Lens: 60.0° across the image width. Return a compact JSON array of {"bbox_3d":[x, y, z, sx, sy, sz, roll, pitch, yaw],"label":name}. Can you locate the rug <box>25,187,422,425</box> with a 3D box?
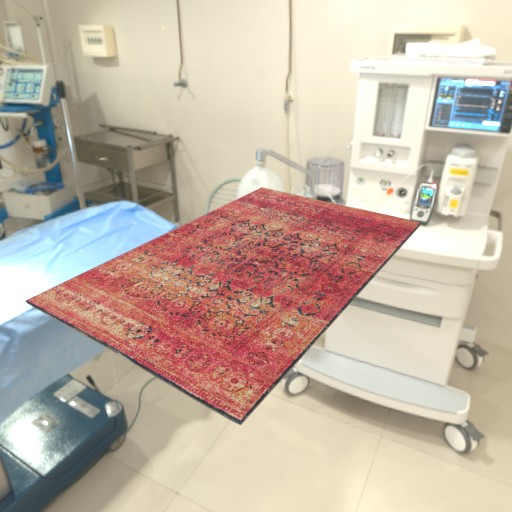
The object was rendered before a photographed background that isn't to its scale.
[{"bbox_3d":[0.000,0.000,3.028,1.539,0.018,2.449,18,32,30],"label":"rug"}]
